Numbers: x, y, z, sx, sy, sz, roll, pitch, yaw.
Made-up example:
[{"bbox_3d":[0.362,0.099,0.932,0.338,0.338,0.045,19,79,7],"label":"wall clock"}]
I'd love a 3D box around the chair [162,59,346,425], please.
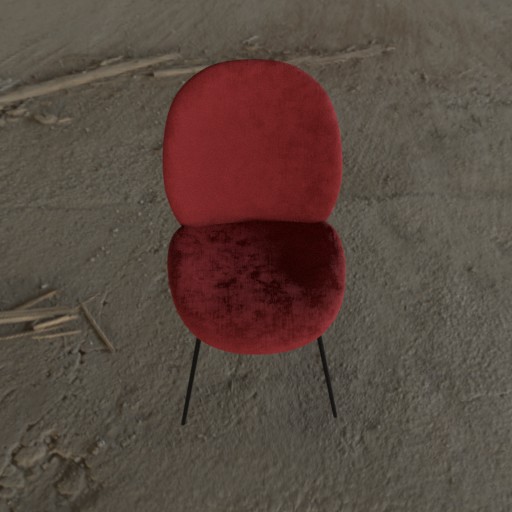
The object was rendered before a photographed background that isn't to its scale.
[{"bbox_3d":[0.000,0.000,1.165,0.458,0.791,0.587,-2,46,-2],"label":"chair"}]
